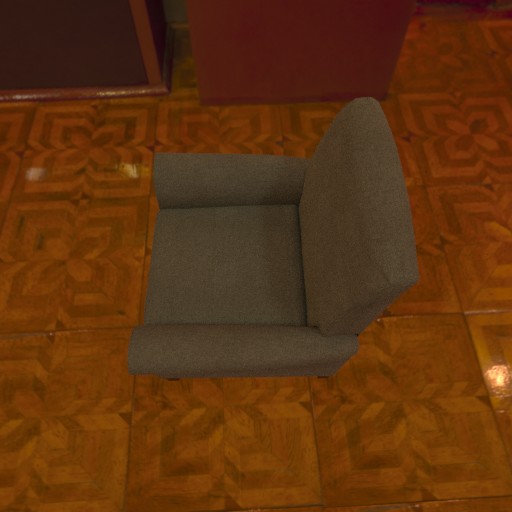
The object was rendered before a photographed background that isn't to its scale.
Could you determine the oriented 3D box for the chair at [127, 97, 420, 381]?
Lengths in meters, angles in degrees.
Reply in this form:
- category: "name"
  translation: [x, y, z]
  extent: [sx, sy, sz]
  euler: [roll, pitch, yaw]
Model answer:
- category: "chair"
  translation: [0.000, 0.000, 1.788]
  extent: [0.905, 1.061, 0.978]
  euler: [-1, 59, 0]
